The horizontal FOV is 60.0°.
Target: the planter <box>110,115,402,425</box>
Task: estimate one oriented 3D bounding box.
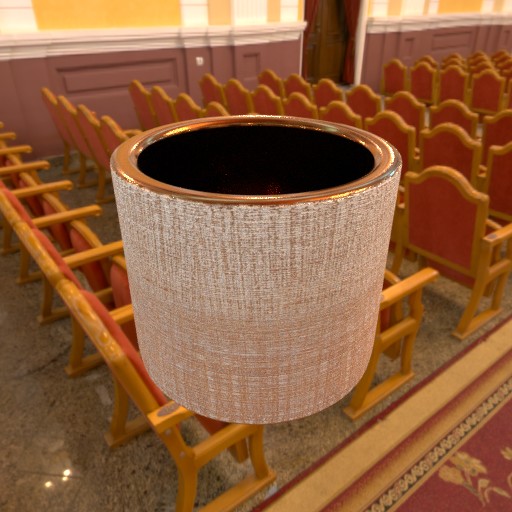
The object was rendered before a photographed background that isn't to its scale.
[{"bbox_3d":[0.000,0.000,0.313,0.177,0.157,0.177,0,30,0],"label":"planter"}]
